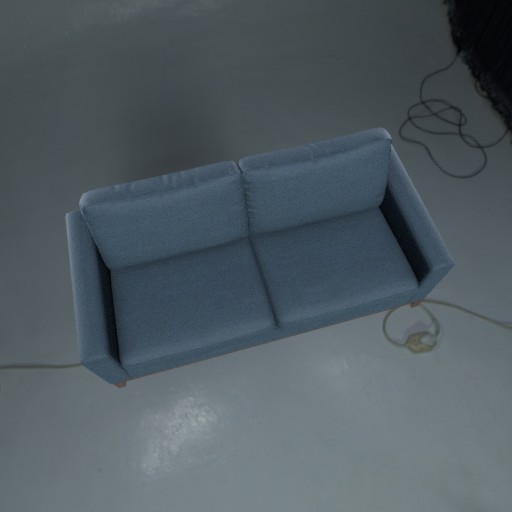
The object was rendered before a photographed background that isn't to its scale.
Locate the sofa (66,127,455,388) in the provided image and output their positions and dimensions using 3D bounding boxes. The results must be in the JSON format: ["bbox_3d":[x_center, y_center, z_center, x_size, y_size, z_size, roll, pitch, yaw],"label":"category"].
[{"bbox_3d":[0.000,0.000,2.455,1.900,0.865,0.877,-14,64,-7],"label":"sofa"}]
